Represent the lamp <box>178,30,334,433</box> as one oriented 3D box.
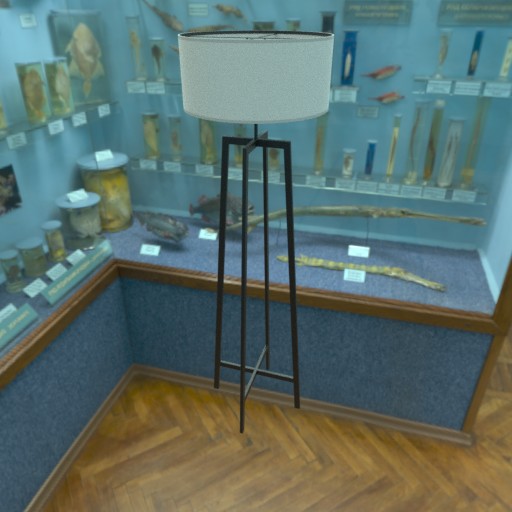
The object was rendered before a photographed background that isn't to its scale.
[{"bbox_3d":[0.000,0.000,1.685,0.457,1.510,0.456,9,31,15],"label":"lamp"}]
